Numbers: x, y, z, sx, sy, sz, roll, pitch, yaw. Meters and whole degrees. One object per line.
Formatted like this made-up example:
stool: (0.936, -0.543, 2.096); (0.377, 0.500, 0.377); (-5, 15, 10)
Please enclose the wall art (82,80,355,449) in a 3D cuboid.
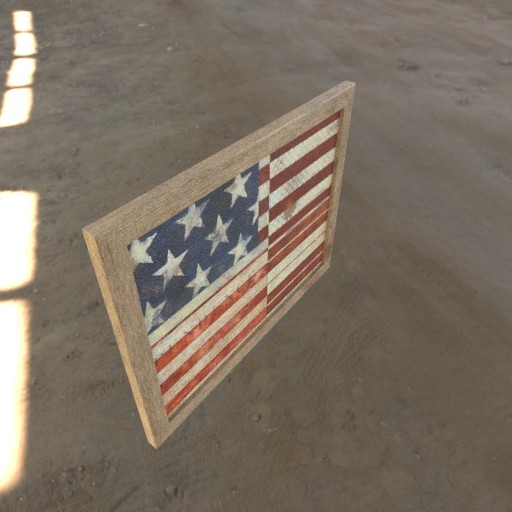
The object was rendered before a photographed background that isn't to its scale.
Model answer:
wall art: (0.000, 0.000, 0.931); (0.026, 0.535, 0.690); (26, 46, 28)
